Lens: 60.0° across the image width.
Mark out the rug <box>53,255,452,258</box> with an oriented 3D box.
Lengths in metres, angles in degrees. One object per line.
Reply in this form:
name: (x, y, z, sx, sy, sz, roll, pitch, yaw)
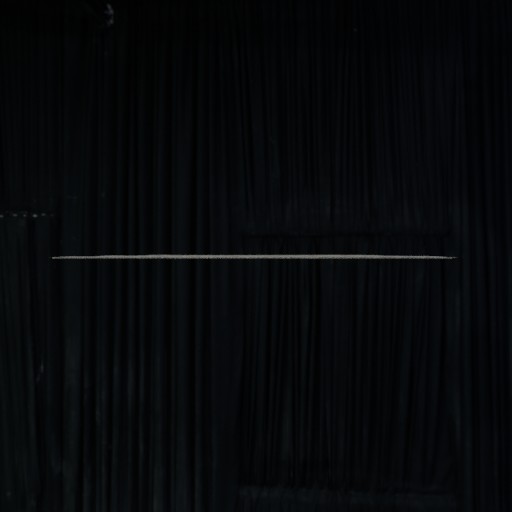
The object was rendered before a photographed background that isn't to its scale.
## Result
rug: (0.000, 0.000, 3.984, 2.371, 0.012, 3.000, 0, 0, 1)
